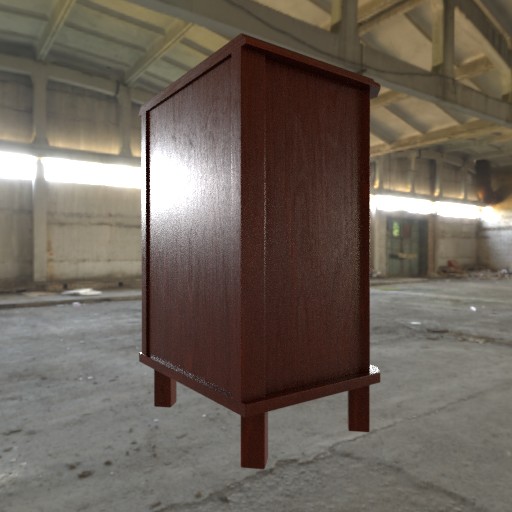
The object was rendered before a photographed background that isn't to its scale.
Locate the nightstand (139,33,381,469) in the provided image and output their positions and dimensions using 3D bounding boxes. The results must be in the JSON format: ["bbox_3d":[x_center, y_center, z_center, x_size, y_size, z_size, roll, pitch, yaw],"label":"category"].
[{"bbox_3d":[0.000,0.000,0.944,0.351,0.681,0.435,0,0,-36],"label":"nightstand"}]
